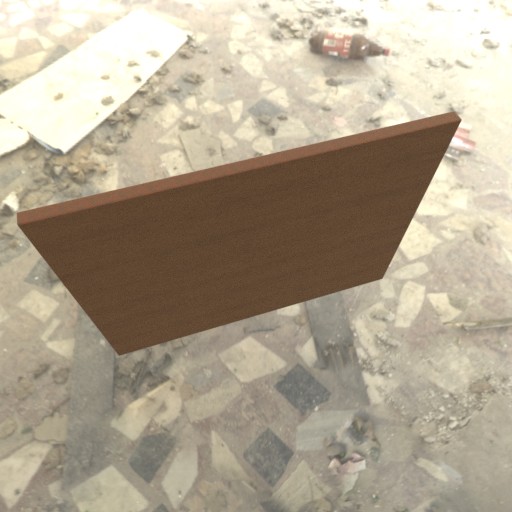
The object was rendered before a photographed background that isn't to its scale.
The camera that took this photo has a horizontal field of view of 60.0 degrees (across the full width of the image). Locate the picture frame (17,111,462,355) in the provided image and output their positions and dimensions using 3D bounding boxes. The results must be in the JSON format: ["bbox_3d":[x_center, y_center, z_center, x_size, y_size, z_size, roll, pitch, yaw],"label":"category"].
[{"bbox_3d":[0.000,0.000,1.711,1.329,1.018,0.045,-15,59,-9],"label":"picture frame"}]
